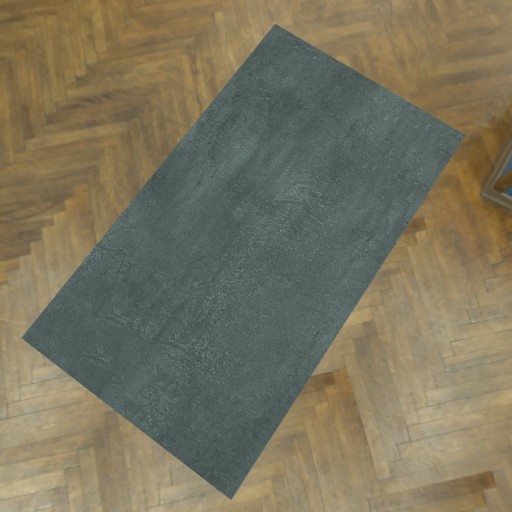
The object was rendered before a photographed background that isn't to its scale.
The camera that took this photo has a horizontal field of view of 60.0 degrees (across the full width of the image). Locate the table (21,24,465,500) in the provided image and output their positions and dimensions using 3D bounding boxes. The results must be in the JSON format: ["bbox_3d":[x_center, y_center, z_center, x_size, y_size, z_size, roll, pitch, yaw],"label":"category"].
[{"bbox_3d":[0.000,0.000,0.897,0.400,0.350,0.700,34,79,8],"label":"table"}]
